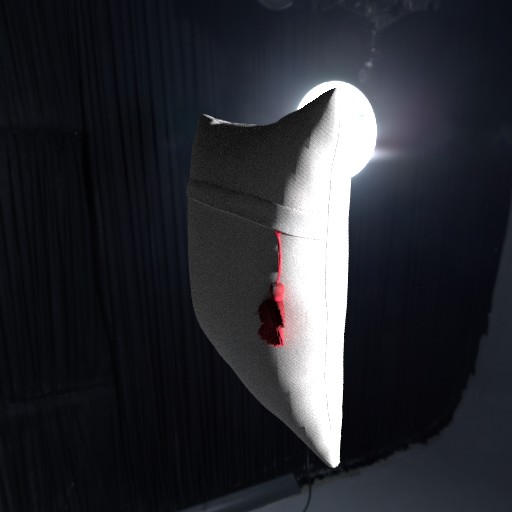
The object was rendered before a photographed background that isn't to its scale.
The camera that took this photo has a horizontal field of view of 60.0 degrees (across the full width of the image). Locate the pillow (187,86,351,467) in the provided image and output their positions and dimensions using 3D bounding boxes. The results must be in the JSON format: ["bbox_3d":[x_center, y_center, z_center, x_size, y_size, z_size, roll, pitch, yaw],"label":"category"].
[{"bbox_3d":[0.000,0.000,0.673,0.173,0.436,0.433,-6,15,-24],"label":"pillow"}]
